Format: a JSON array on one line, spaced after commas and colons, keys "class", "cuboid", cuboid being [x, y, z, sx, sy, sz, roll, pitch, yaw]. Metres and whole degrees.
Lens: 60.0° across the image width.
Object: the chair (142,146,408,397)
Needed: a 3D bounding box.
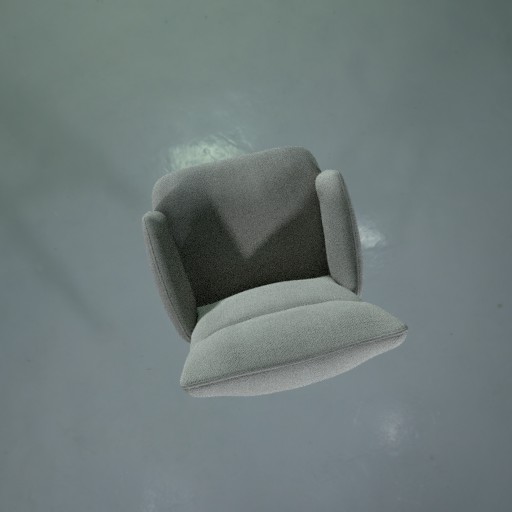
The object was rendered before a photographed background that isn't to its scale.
[{"class": "chair", "cuboid": [0.000, 0.000, 1.574, 0.711, 1.016, 0.889, -14, 76, -3]}]
